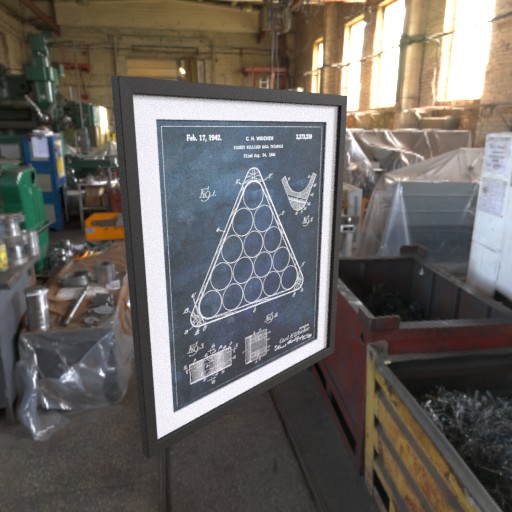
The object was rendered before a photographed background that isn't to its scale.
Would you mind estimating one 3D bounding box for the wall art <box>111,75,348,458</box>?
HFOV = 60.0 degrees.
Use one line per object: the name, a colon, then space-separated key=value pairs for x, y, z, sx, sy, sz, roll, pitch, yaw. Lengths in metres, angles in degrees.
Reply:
wall art: x=0.000 y=0.000 z=1.216 sx=0.755 sy=0.863 sz=0.028 roll=-15 pitch=22 yaw=-42
